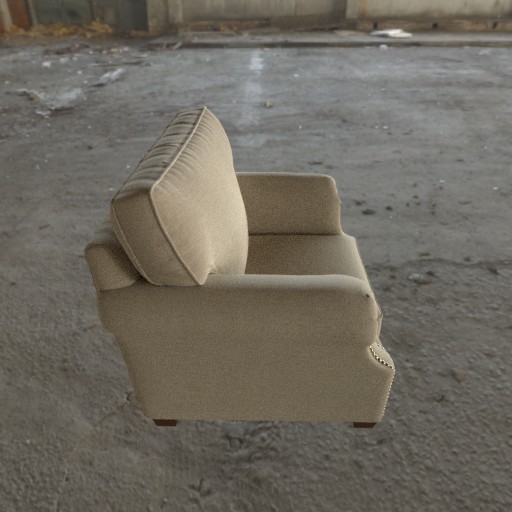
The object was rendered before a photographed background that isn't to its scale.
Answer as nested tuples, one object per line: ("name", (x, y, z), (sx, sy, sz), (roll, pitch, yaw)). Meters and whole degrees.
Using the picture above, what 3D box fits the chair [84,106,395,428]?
("chair", (0.000, 0.000, 1.781), (0.965, 0.961, 1.092), (1, 31, 1))
